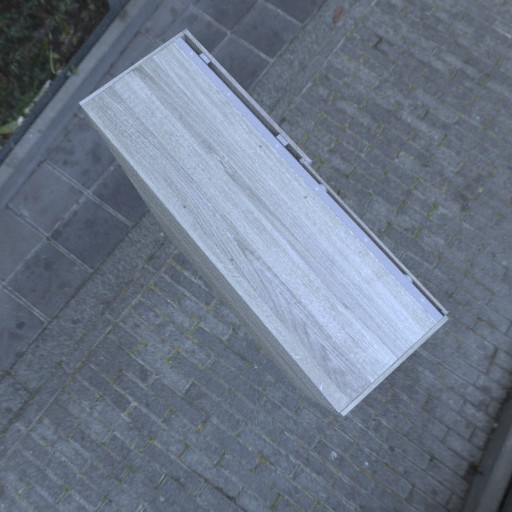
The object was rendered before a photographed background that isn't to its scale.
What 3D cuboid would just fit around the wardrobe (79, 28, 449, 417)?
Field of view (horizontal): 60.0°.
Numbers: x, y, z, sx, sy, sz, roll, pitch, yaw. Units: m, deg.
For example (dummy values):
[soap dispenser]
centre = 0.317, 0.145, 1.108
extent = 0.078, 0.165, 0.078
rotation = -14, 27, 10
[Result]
[wardrobe]
centre = 0.000, 0.000, 2.859
extent = 0.629, 1.960, 1.780
rotation = -39, 79, -9
